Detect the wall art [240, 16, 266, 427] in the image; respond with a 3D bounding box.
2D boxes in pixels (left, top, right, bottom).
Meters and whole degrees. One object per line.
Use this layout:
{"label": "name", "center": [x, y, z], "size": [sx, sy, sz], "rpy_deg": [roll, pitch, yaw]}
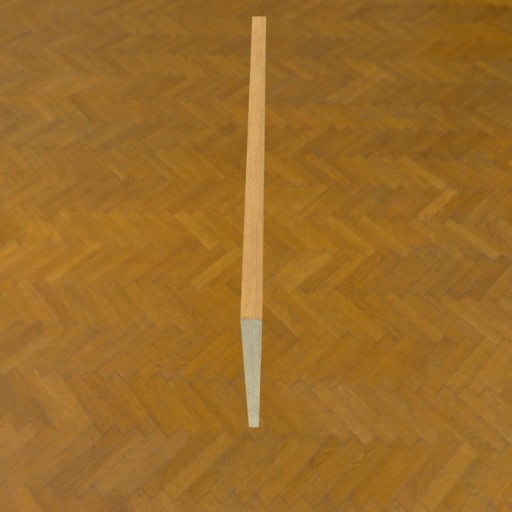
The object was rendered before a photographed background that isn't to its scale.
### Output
{"label": "wall art", "center": [0.000, 0.000, 0.755], "size": [0.020, 0.561, 0.460], "rpy_deg": [1, 60, 1]}
